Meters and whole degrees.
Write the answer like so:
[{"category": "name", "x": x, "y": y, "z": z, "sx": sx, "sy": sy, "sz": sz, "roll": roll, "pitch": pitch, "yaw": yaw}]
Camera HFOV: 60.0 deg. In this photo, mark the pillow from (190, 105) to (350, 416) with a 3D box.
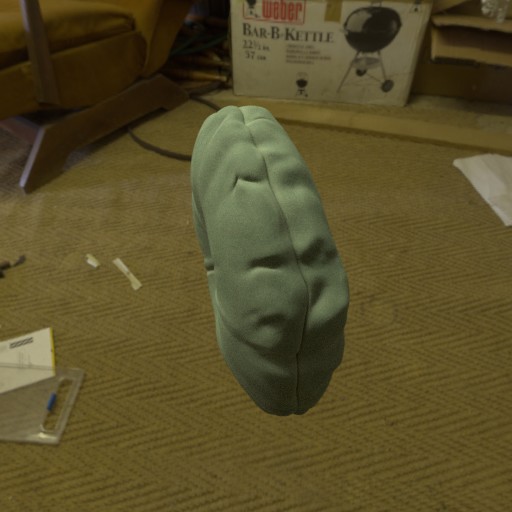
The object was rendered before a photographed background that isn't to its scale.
[{"category": "pillow", "x": 0.000, "y": 0.000, "z": 0.630, "sx": 0.148, "sy": 0.407, "sz": 0.428, "roll": -11, "pitch": 47, "yaw": -10}]
